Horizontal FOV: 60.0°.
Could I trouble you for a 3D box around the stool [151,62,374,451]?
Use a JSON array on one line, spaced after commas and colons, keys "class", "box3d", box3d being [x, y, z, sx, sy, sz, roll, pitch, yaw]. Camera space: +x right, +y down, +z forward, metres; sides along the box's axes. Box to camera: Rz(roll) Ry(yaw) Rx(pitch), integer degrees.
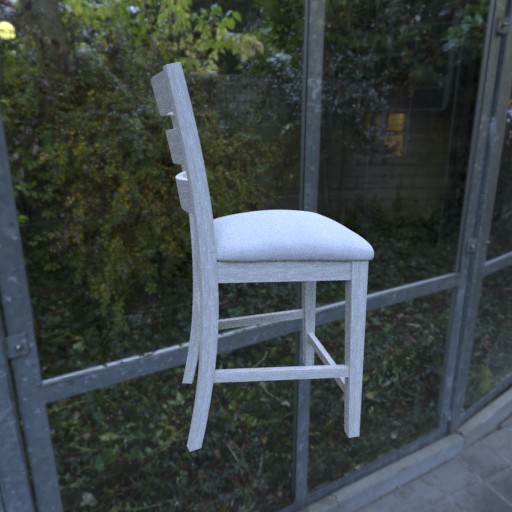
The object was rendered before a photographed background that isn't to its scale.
[{"class": "stool", "box3d": [0.000, 0.000, 1.363, 0.569, 1.032, 0.484, -3, 16, -11]}]
